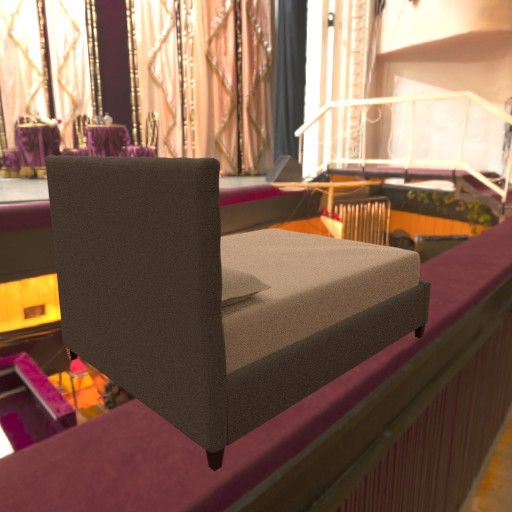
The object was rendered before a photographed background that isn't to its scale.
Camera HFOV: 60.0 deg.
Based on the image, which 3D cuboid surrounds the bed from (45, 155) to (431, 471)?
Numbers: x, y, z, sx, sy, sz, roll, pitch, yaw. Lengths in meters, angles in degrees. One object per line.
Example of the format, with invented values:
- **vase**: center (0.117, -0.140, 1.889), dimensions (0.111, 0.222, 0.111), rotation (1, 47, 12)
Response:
- **bed**: center (0.000, 0.000, 3.209), dimensions (1.698, 1.427, 2.231), rotation (13, 18, 43)
